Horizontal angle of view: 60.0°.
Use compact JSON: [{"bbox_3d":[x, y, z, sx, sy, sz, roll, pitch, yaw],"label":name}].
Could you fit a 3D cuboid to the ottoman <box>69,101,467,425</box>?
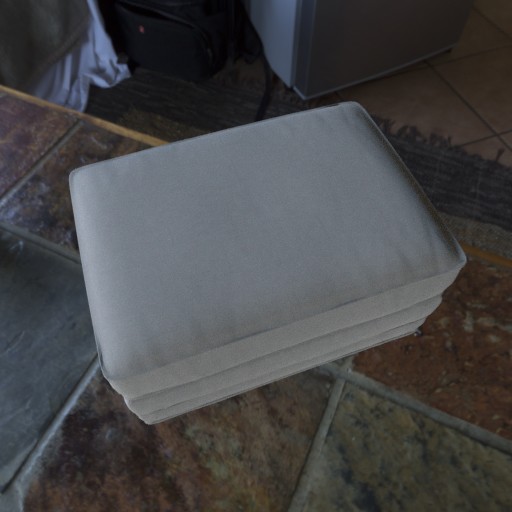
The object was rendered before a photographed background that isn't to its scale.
[{"bbox_3d":[0.000,0.000,1.226,0.848,0.482,0.611,-17,60,-10],"label":"ottoman"}]
